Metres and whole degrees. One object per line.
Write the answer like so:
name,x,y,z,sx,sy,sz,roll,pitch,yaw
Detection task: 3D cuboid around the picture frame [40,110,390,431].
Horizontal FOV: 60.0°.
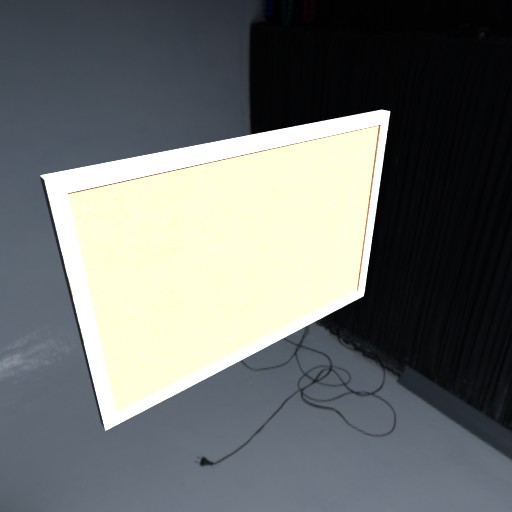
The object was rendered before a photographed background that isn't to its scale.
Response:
picture frame,0.000,0.000,1.189,0.950,0.640,0.029,-21,35,-32
